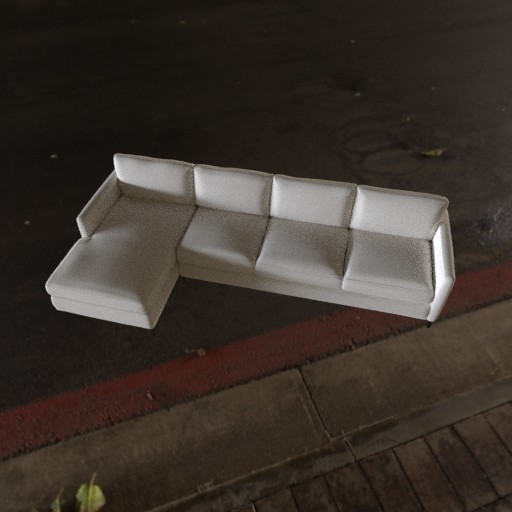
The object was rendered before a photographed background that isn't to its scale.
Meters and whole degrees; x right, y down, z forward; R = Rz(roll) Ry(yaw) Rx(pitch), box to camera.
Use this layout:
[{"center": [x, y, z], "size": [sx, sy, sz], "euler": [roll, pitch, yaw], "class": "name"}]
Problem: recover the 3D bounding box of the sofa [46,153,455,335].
[{"center": [0.000, 0.000, 3.788], "size": [3.186, 0.875, 1.467], "euler": [9, 46, 9], "class": "sofa"}]
